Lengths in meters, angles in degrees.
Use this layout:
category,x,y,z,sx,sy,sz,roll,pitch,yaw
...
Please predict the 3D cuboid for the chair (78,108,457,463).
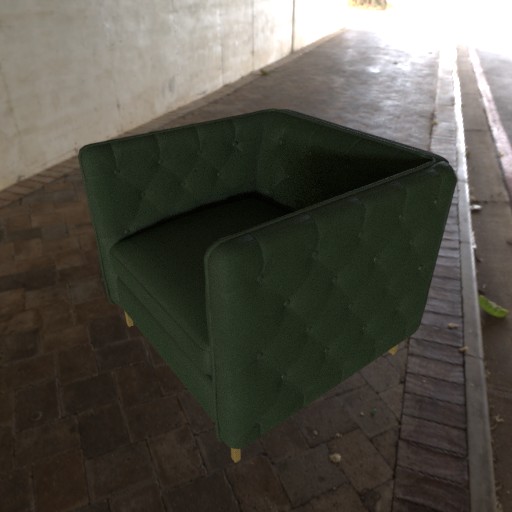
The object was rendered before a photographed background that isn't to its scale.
category,x,y,z,sx,sy,sz,roll,pitch,yaw
chair,0.000,0.000,1.554,0.855,0.768,0.917,-22,38,-31
